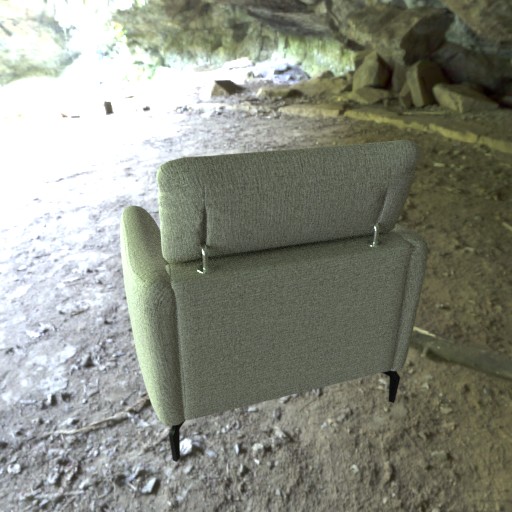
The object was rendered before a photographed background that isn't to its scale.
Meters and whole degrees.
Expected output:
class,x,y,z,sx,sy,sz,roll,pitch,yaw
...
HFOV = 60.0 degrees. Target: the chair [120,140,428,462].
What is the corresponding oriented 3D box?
class,x,y,z,sx,sy,sz,roll,pitch,yaw
chair,0.000,0.000,1.678,0.972,0.967,0.835,-8,28,-16
